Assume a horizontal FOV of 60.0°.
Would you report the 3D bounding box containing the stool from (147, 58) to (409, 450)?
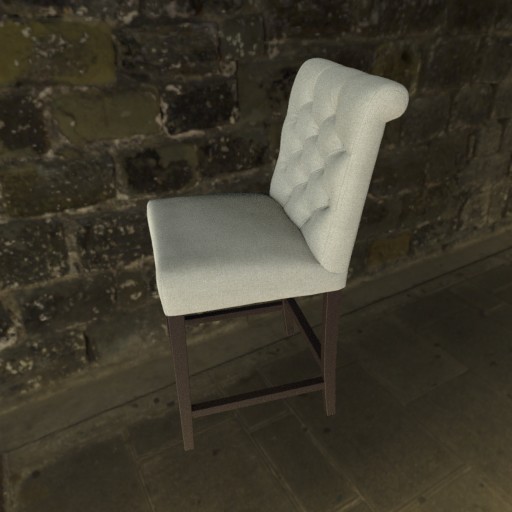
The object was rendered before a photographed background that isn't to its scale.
[{"bbox_3d":[0.000,0.000,1.339,0.601,1.040,0.493,-8,32,-13],"label":"stool"}]
